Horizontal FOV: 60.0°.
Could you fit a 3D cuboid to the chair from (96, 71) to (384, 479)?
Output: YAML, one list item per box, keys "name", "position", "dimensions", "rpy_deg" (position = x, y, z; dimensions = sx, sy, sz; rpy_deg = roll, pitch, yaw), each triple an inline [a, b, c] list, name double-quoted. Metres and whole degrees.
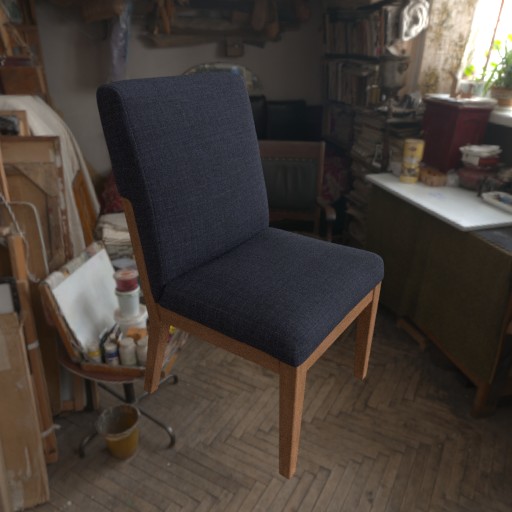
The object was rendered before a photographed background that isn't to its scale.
- name: "chair"
  position: [0.000, 0.000, 1.233]
  dimensions: [0.586, 0.911, 0.507]
  rpy_deg: [18, 32, 32]
